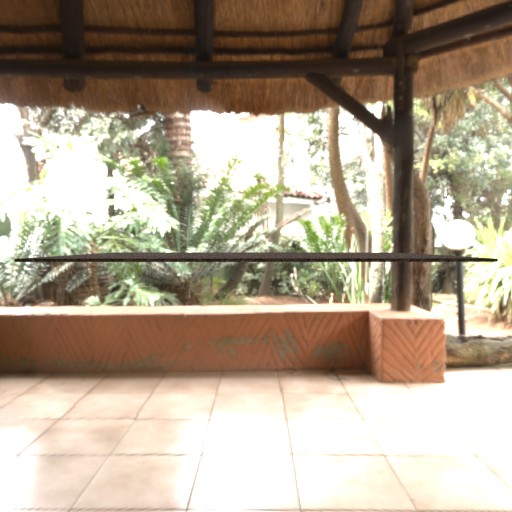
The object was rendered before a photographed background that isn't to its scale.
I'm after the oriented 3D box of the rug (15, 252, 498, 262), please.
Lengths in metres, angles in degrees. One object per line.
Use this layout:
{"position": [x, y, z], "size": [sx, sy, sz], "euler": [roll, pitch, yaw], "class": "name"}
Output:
{"position": [0.000, 0.000, 2.852], "size": [2.298, 0.017, 1.501], "euler": [0, 2, -1], "class": "rug"}
